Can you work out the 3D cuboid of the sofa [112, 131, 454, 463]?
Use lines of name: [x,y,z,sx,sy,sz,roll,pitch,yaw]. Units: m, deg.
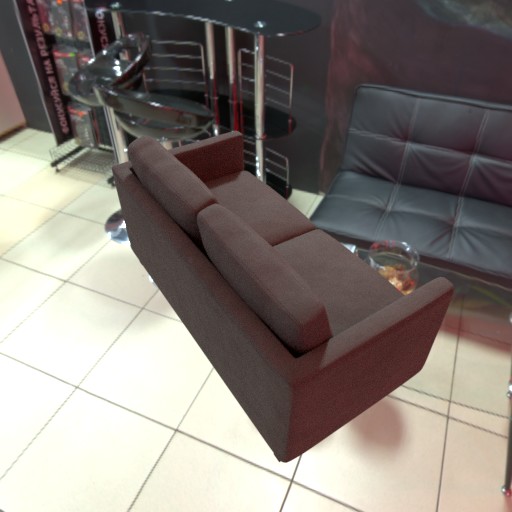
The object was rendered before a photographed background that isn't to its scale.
sofa: [0.000,0.000,2.520,0.950,0.963,1.884,-24,46,-25]
